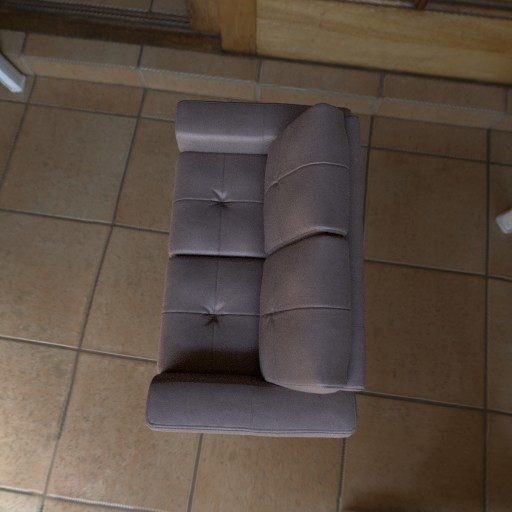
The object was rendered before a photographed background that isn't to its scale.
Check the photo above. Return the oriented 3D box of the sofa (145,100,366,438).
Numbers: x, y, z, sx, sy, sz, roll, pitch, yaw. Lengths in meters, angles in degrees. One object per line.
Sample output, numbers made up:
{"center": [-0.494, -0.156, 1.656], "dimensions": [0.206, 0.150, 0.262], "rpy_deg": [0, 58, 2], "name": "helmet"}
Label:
{"center": [0.000, 0.000, 2.389], "dimensions": [1.018, 0.907, 1.806], "rpy_deg": [2, 75, 1], "name": "sofa"}
